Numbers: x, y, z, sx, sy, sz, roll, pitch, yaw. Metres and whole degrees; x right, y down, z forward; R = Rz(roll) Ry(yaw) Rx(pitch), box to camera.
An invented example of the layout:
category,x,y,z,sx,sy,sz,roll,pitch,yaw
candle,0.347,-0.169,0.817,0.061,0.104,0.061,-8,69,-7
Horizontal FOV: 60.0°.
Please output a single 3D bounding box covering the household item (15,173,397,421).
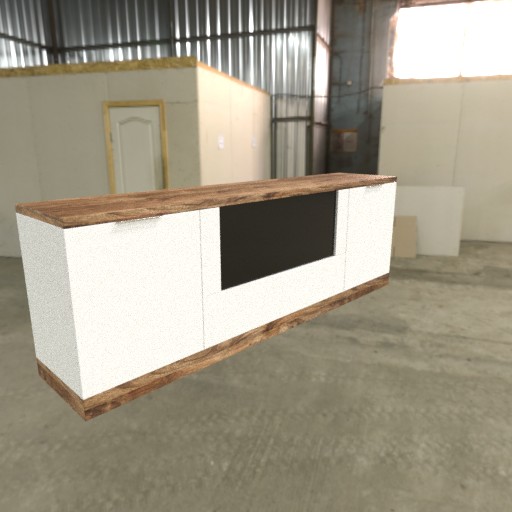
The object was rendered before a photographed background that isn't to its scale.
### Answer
category,x,y,z,sx,sy,sz,roll,pitch,yaw
household item,0.000,0.000,1.982,0.390,0.615,1.800,15,21,43
